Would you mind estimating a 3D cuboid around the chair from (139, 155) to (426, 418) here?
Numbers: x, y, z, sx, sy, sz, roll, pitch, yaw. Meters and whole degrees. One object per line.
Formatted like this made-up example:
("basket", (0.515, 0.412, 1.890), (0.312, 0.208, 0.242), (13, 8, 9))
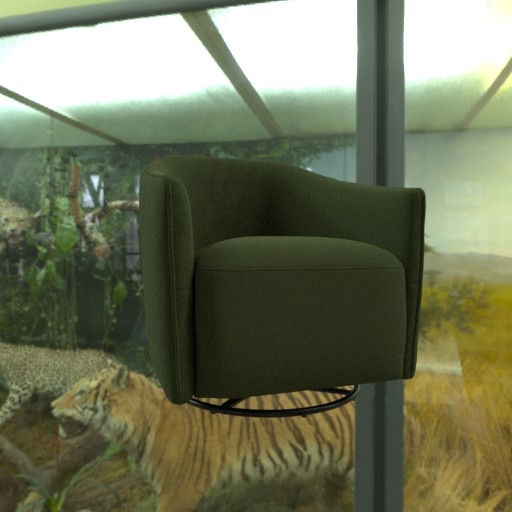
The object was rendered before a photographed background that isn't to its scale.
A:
("chair", (0.000, 0.000, 1.461), (0.747, 0.799, 0.875), (0, 1, -19))
